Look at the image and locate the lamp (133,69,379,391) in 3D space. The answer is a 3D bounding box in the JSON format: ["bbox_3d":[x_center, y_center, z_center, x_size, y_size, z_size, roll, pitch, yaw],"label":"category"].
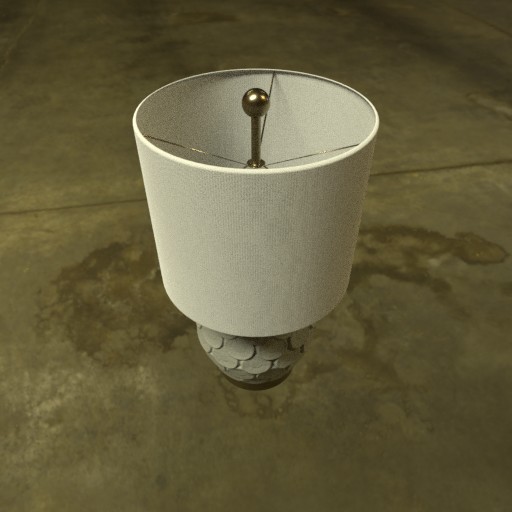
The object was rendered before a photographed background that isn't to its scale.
[{"bbox_3d":[0.000,0.000,0.600,0.254,0.452,0.254,0,41,0],"label":"lamp"}]
